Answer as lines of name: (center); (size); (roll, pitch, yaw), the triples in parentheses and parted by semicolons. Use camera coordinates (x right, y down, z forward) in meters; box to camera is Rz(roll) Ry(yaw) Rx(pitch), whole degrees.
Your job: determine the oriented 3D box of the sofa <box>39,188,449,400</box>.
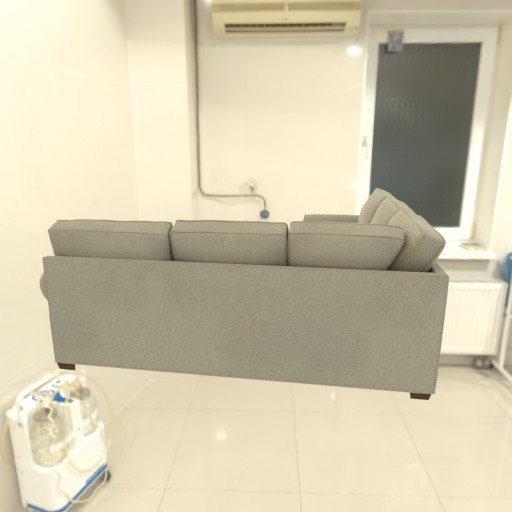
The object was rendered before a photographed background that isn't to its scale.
sofa: (0.000, 0.000, 3.891); (2.562, 1.053, 2.487); (2, 16, 9)
